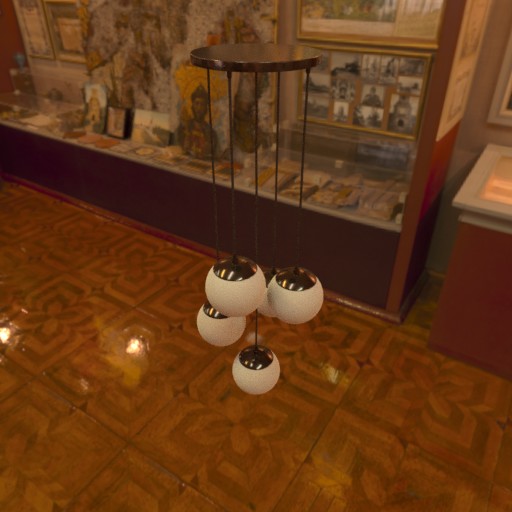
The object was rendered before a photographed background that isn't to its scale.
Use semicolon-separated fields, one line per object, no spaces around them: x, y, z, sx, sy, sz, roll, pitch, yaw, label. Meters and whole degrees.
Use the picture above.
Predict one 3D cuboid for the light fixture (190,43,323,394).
0.000;0.000;1.503;0.484;1.271;0.489;21;38;30;light fixture
